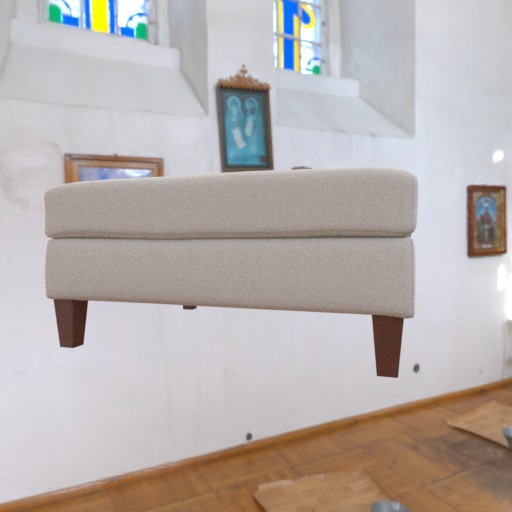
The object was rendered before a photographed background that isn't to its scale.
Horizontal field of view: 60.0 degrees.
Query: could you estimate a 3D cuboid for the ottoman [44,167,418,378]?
[{"bbox_3d":[0.000,0.000,1.448,0.976,0.492,0.836,1,2,18],"label":"ottoman"}]
